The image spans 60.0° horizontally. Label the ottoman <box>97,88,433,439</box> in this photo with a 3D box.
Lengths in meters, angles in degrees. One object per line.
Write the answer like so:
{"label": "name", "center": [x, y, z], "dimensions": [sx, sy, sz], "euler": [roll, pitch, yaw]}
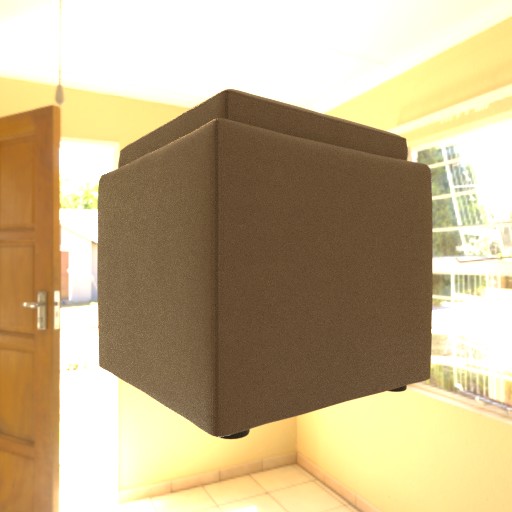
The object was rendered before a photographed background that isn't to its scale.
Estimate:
{"label": "ottoman", "center": [0.000, 0.000, 0.808], "dimensions": [0.450, 0.460, 0.451], "euler": [0, -1, -37]}
